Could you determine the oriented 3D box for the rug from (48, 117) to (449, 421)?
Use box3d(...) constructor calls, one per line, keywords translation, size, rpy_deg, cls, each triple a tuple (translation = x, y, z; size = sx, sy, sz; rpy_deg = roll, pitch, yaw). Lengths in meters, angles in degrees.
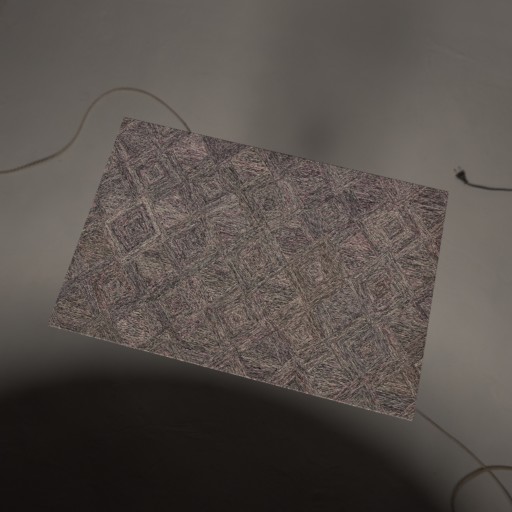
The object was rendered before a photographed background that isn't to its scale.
box3d(translation=(0.000, 0.000, 2.873), size=(2.298, 0.017, 1.501), rpy_deg=(14, 76, 3), cls="rug")
